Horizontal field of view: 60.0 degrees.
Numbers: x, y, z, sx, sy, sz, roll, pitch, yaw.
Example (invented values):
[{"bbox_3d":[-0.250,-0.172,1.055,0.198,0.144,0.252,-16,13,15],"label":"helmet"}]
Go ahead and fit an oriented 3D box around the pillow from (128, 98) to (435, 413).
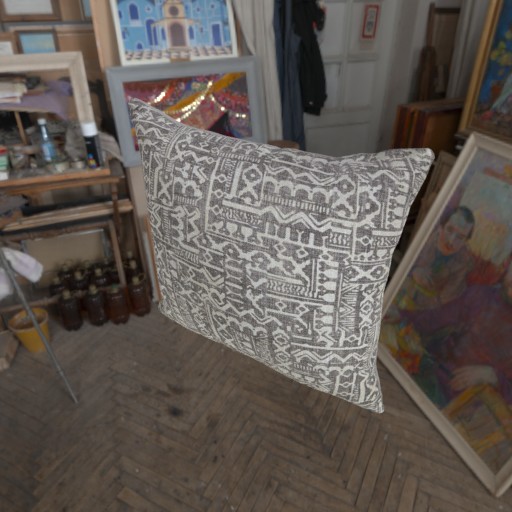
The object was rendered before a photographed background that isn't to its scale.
[{"bbox_3d":[0.000,0.000,0.794,0.546,0.487,0.180,19,37,28],"label":"pillow"}]
